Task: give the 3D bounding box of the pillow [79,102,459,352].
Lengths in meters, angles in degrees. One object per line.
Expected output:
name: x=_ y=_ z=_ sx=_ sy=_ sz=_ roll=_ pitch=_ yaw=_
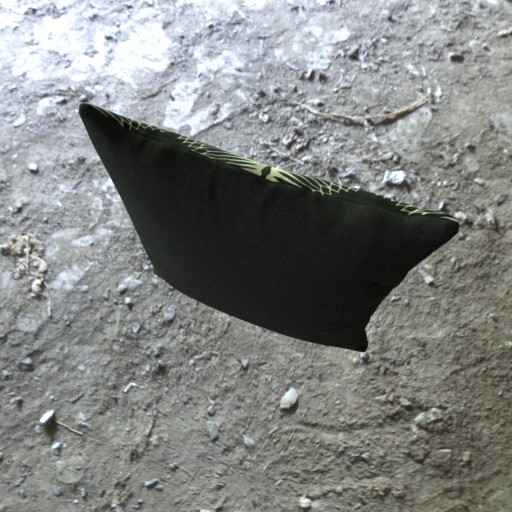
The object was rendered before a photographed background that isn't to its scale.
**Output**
pillow: x=0.000 y=0.000 z=0.652 sx=0.432 sy=0.432 sz=0.139 roll=20 pitch=64 yaw=10
